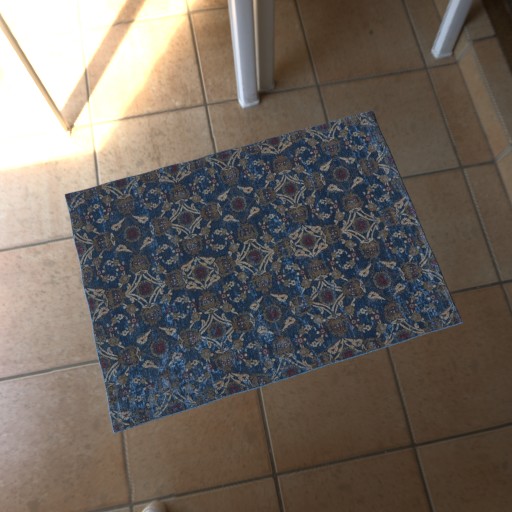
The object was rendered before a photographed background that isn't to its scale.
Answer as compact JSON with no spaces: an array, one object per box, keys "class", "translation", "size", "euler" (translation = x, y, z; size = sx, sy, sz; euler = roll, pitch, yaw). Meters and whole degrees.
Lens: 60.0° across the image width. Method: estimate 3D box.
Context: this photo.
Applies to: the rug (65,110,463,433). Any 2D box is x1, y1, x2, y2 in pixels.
[{"class":"rug","translation":[0.000,0.000,2.857],"size":[2.207,0.014,1.567],"euler":[-16,76,-4]}]
